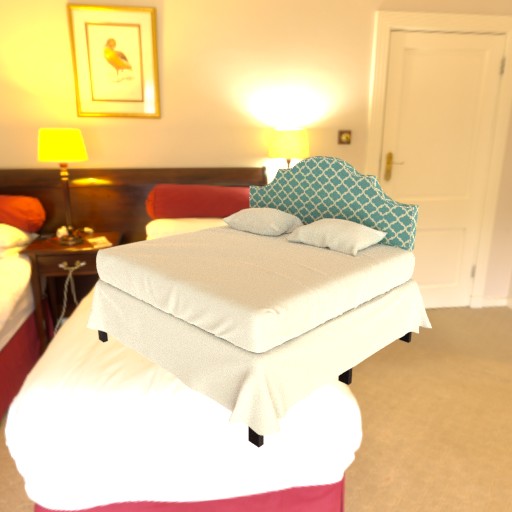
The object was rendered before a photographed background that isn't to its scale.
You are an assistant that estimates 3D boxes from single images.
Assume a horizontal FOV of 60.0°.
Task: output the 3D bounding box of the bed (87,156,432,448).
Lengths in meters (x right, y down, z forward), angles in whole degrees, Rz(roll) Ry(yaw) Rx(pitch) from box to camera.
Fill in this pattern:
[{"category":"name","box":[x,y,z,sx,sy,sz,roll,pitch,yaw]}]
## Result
[{"category":"bed","box":[0.000,0.000,3.812,2.314,1.601,2.222,15,22,43]}]
